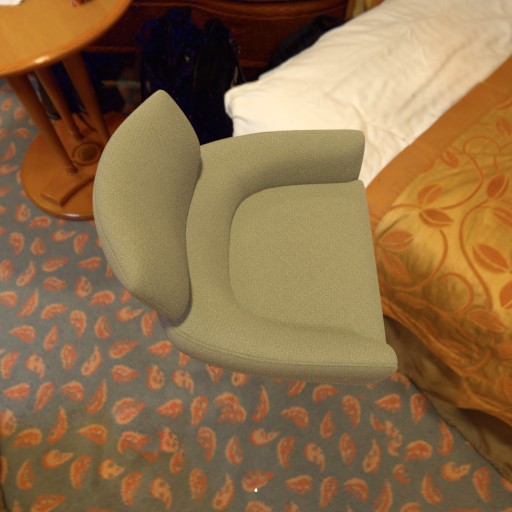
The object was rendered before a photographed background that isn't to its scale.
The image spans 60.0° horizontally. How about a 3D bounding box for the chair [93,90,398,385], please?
[{"bbox_3d":[0.000,0.000,1.332,0.730,0.810,0.760,0,62,0],"label":"chair"}]
